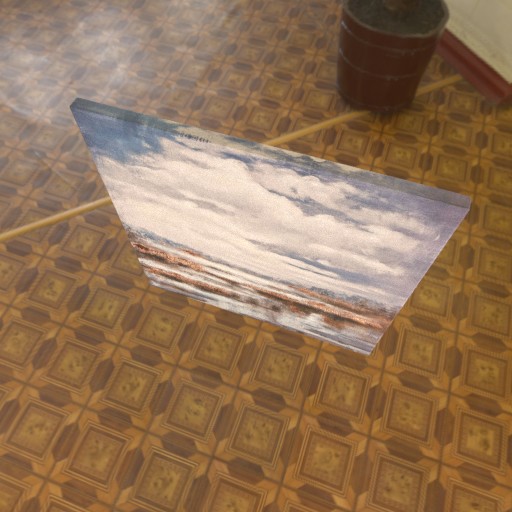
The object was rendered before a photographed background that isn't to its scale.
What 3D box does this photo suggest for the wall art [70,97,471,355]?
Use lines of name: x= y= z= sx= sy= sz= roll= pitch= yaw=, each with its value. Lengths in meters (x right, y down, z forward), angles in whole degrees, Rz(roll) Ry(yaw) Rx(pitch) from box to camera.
wall art: x=0.000 y=0.000 z=1.506 sx=1.010 sy=1.020 sz=0.040 roll=17 pitch=61 yaw=10
